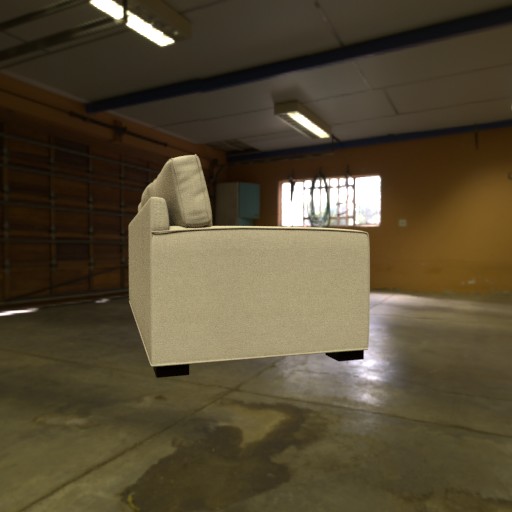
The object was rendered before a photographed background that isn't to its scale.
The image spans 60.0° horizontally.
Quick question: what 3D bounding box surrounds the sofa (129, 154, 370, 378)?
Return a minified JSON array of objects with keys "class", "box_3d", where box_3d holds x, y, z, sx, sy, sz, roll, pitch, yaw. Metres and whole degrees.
[{"class":"sofa","box_3d":[0.000,0.000,2.843,1.496,0.861,2.087,0,1,-18]}]
